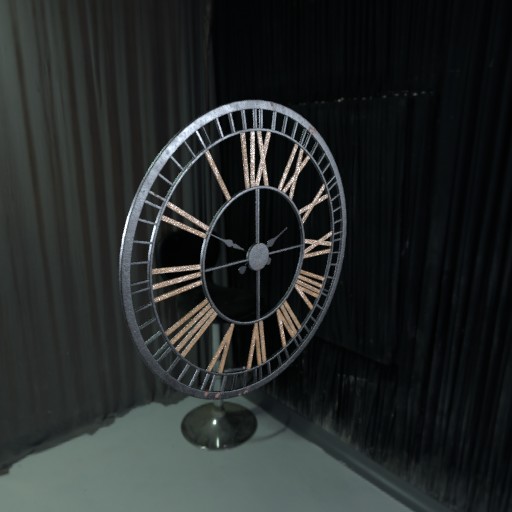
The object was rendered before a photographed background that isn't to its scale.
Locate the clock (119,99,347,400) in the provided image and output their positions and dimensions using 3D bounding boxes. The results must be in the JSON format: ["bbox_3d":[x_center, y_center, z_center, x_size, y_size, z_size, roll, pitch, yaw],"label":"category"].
[{"bbox_3d":[0.000,0.000,1.267,0.843,0.843,0.025,-14,21,-42],"label":"clock"}]
